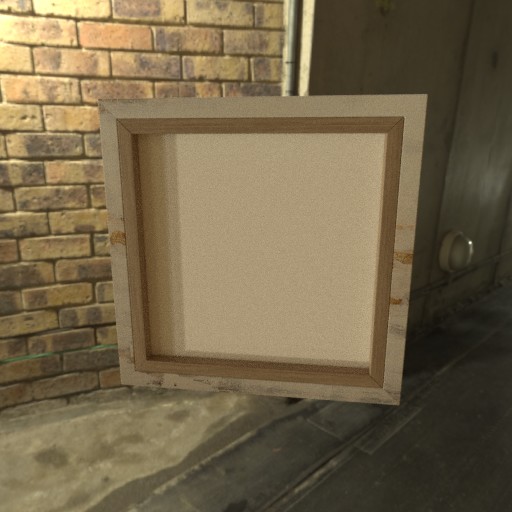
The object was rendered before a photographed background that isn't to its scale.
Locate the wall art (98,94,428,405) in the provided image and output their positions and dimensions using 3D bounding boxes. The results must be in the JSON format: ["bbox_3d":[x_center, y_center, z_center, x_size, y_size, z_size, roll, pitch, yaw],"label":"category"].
[{"bbox_3d":[0.000,0.000,0.907,0.611,0.613,0.040,2,14,8],"label":"wall art"}]
